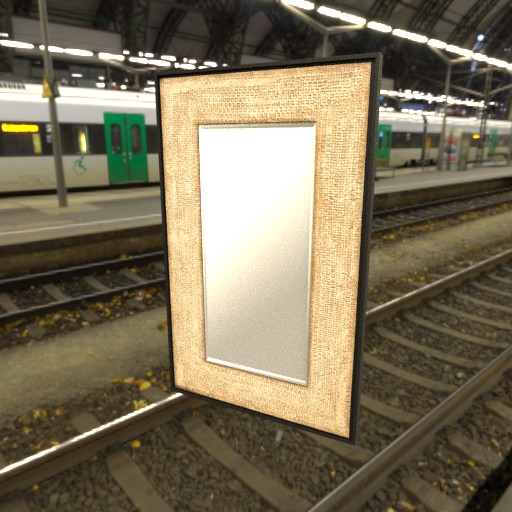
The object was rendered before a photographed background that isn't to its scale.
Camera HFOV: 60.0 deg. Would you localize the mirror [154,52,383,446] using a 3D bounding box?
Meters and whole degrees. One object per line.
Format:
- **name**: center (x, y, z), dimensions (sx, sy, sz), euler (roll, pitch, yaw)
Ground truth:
- **mirror**: center (0.000, 0.000, 1.518), dimensions (0.762, 1.219, 0.038), euler (7, 16, 26)
